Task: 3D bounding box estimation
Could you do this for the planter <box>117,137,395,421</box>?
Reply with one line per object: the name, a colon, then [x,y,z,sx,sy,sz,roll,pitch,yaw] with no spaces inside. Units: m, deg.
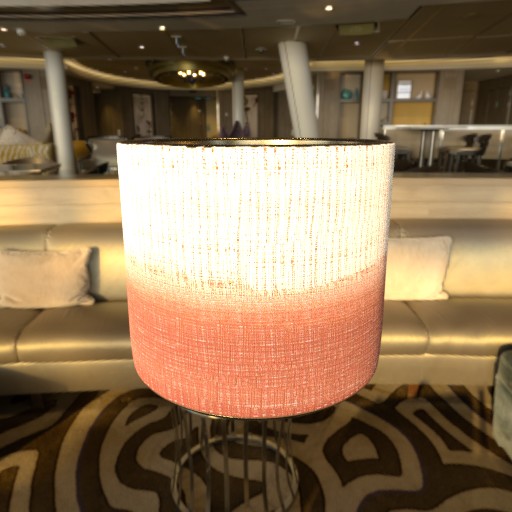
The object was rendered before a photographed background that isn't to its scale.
planter: [0.000,0.000,0.311,0.178,0.157,0.178,0,16,0]
